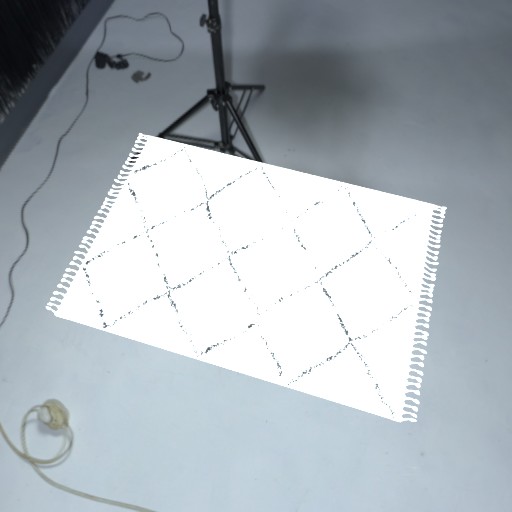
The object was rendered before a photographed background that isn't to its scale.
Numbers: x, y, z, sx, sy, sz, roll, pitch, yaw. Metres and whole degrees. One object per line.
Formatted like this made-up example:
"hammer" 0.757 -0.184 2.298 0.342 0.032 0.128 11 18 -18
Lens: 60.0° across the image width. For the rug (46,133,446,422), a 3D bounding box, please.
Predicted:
"rug" 0.000 0.000 2.898 2.307 0.031 1.494 15 64 8
